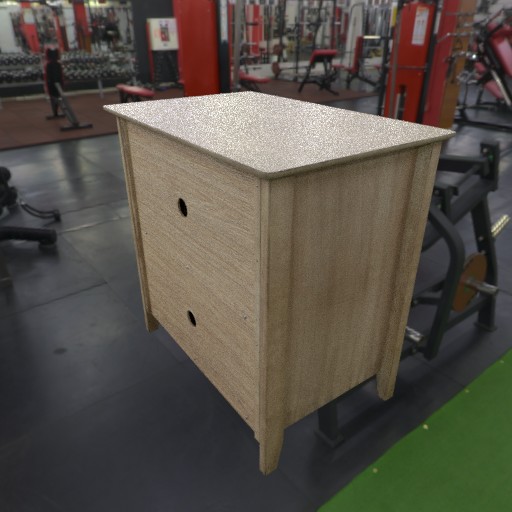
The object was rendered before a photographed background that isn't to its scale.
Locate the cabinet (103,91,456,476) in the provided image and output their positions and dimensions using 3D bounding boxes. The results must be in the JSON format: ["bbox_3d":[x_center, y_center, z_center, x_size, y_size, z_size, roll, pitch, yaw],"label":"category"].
[{"bbox_3d":[0.000,0.000,1.251,0.503,0.762,0.763,-18,33,-31],"label":"cabinet"}]
